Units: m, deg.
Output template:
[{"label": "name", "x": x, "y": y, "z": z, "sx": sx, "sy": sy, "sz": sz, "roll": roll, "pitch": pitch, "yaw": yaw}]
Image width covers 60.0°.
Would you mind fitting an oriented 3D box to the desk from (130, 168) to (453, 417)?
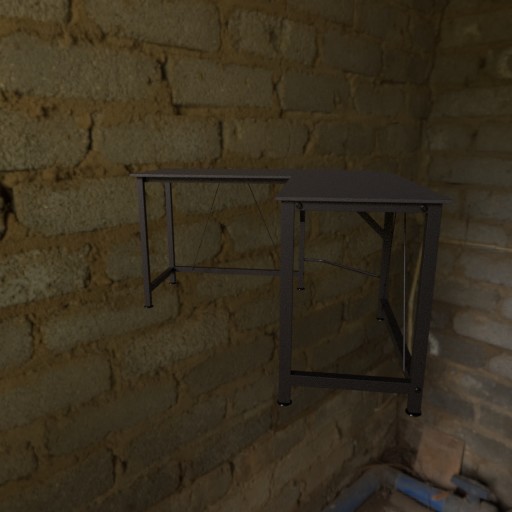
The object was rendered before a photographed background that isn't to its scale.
[{"label": "desk", "x": 0.000, "y": 0.000, "z": 2.201, "sx": 1.400, "sy": 0.762, "sz": 1.400, "roll": 2, "pitch": 15, "yaw": 8}]
